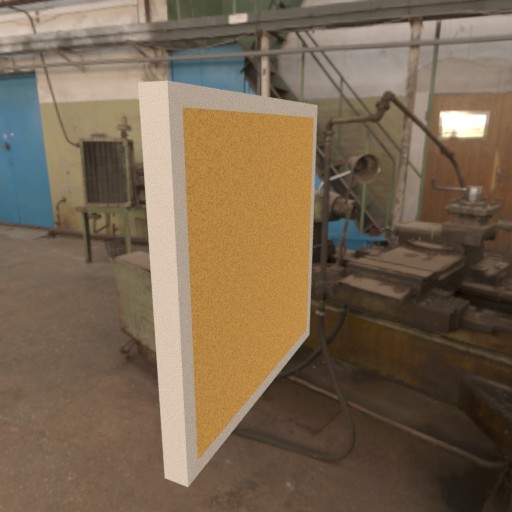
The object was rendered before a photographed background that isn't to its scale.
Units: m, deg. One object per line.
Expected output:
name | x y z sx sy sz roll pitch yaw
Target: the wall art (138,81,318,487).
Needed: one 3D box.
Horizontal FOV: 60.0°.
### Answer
wall art | 0.000 0.000 1.911 0.098 1.291 1.289 7 17 24
